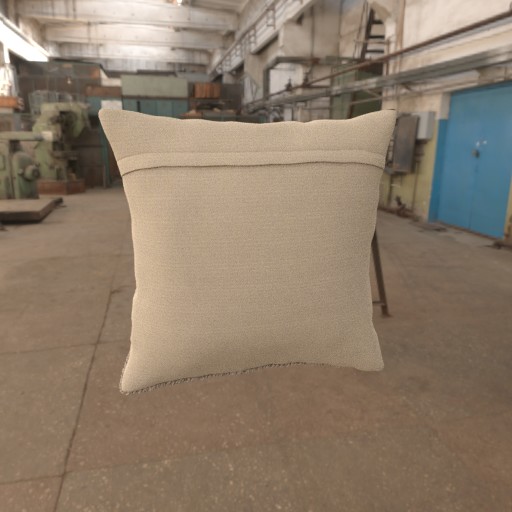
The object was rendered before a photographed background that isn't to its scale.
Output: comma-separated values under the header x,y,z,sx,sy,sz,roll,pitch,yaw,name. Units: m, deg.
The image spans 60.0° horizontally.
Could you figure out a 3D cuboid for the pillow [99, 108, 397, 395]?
x,y,z,sx,sy,sz,roll,pitch,yaw,name
0.000,0.000,0.740,0.475,0.473,0.178,-3,15,-10,pillow
